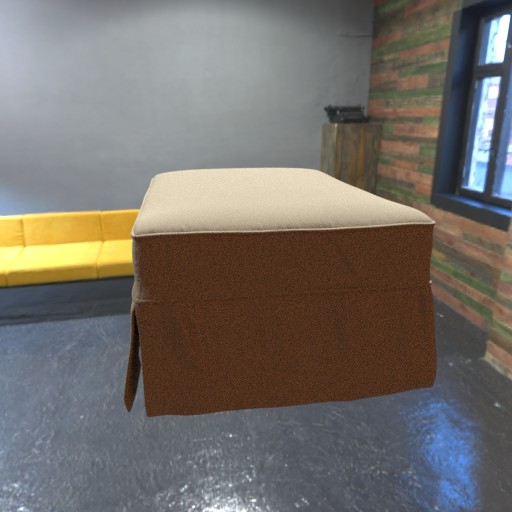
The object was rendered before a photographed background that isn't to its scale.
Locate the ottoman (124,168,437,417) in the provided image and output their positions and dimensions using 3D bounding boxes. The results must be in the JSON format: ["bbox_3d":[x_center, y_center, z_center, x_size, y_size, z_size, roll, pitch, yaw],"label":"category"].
[{"bbox_3d":[0.000,0.000,1.356,0.721,0.482,0.959,-3,18,-9],"label":"ottoman"}]
